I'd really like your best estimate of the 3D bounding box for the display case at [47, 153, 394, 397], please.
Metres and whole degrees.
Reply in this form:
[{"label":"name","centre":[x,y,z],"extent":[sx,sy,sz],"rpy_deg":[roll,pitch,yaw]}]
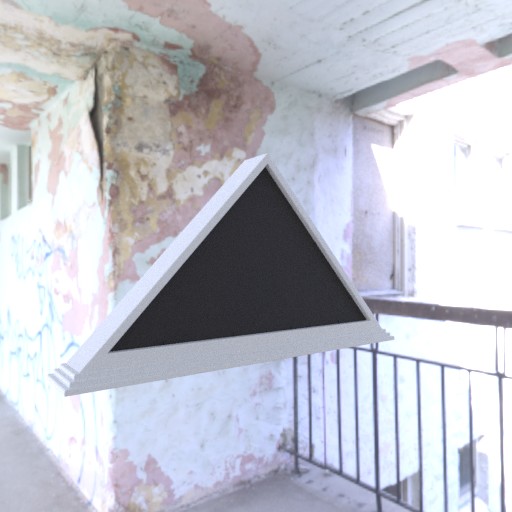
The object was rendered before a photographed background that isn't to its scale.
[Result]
[{"label":"display case","centre":[0.000,0.000,0.759],"extent":[0.640,0.340,0.095],"rpy_deg":[0,-1,-37]}]
